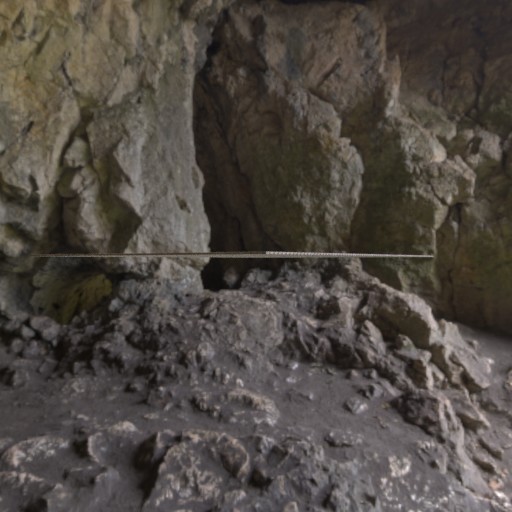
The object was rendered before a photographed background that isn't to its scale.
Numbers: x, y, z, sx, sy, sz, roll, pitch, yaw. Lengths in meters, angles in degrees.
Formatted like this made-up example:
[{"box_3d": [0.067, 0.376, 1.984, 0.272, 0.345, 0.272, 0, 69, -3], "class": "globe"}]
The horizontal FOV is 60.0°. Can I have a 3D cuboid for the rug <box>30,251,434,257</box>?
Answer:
[{"box_3d": [0.000, 0.000, 3.968, 2.286, 0.013, 2.894, 0, -1, 37], "class": "rug"}]
